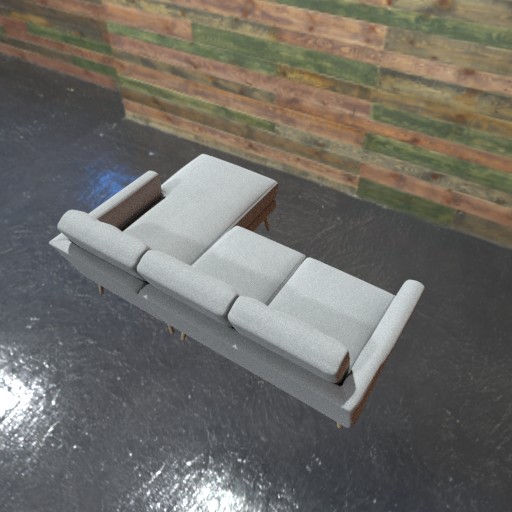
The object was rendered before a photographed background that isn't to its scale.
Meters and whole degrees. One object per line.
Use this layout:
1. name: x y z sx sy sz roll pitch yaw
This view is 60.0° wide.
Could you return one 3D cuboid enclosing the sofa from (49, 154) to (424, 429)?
1. sofa: 0.000 0.000 2.881 2.040 0.860 1.530 24 50 22
